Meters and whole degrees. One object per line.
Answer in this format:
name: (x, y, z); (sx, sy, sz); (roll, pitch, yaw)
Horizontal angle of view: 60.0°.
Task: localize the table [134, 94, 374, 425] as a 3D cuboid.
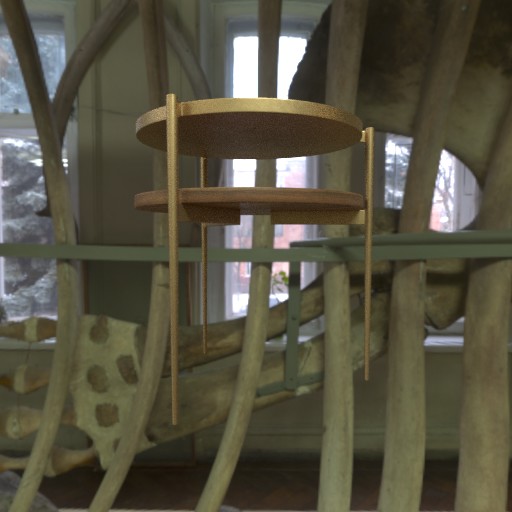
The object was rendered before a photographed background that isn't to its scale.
table: (0.000, 0.000, 0.865); (0.456, 0.493, 0.430); (0, 3, 0)
